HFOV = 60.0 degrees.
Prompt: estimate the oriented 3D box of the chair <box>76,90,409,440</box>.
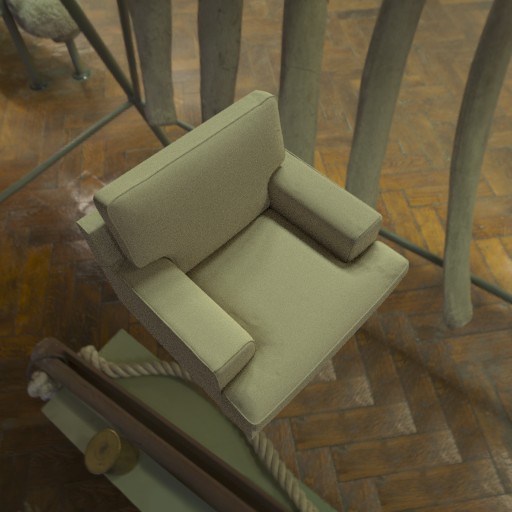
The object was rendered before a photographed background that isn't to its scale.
[{"bbox_3d":[0.000,0.000,2.209,1.274,1.005,1.293,32,63,19],"label":"chair"}]
